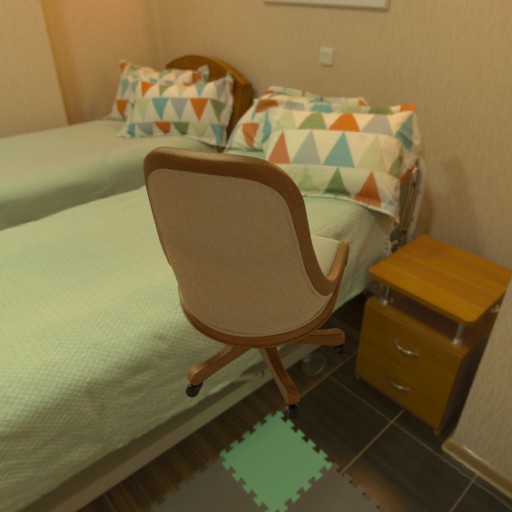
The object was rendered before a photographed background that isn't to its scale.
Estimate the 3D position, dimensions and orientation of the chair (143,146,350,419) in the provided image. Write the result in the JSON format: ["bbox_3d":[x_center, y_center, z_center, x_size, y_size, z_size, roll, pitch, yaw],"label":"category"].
[{"bbox_3d":[0.000,0.000,1.574,0.702,1.009,0.811,10,33,16],"label":"chair"}]
